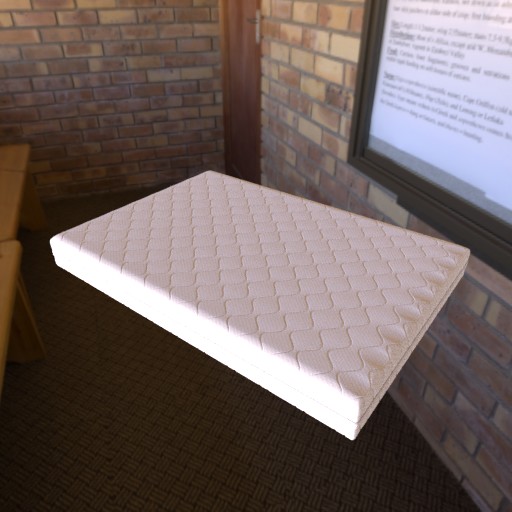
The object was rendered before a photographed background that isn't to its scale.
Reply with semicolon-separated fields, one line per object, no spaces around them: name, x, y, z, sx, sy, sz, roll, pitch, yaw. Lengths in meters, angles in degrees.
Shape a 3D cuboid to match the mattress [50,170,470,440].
mattress;0.000;0.000;2.588;2.000;0.200;1.400;22;38;31
